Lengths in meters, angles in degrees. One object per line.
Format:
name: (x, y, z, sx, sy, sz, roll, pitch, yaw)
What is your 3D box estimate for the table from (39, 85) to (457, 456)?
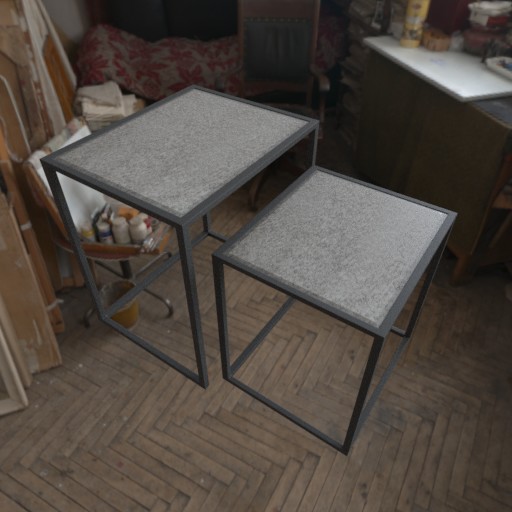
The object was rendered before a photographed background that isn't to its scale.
table: (0.000, 0.000, 1.128, 0.788, 0.540, 0.508, 25, 48, 25)
